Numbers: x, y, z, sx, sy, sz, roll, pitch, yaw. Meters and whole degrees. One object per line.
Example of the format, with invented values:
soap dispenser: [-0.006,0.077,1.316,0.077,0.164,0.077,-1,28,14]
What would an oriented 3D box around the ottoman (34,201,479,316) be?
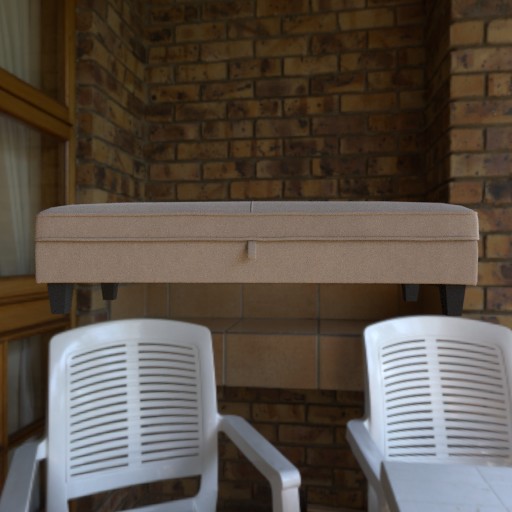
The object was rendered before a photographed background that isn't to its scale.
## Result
ottoman: [0.000,0.000,2.013,1.726,0.460,0.735,0,0,2]
